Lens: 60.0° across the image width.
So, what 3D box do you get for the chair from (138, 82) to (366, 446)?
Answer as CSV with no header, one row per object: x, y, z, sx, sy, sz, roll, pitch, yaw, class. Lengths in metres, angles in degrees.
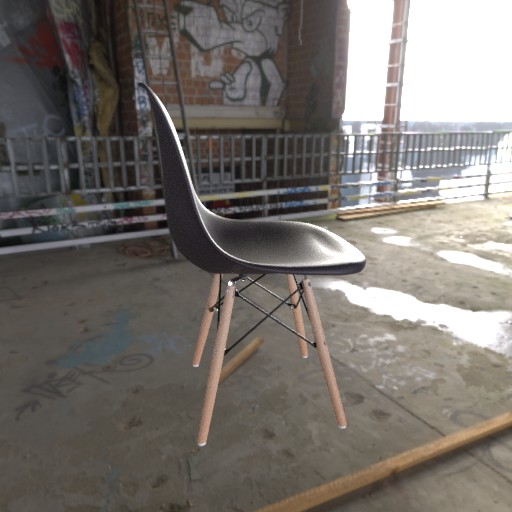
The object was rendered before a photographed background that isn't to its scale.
0.000,0.000,1.149,0.533,0.825,0.470,-3,17,-9,chair
